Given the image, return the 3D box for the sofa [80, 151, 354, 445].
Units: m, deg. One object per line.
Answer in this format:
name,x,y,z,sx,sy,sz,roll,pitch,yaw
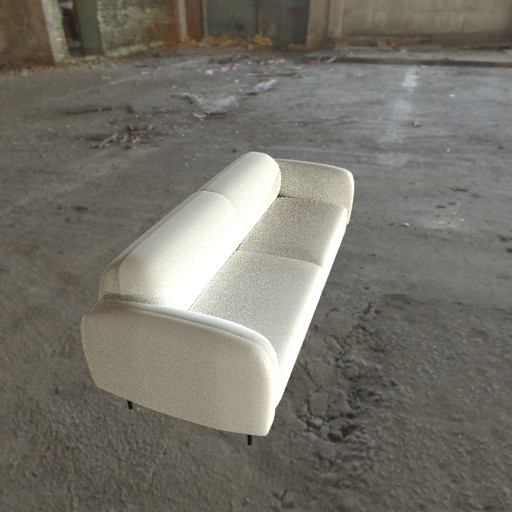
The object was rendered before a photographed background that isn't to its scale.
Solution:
sofa,0.000,0.000,2.717,0.870,0.780,2.280,10,31,16
